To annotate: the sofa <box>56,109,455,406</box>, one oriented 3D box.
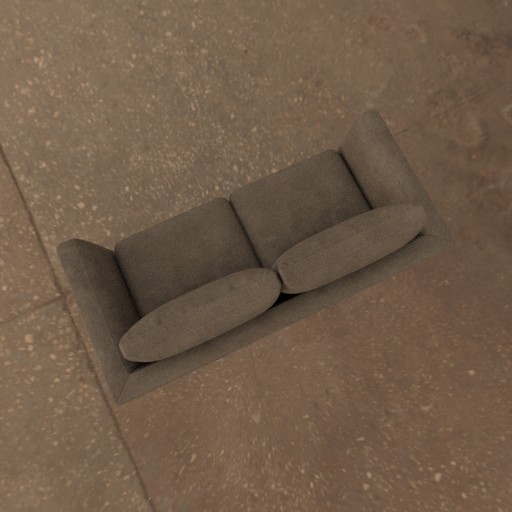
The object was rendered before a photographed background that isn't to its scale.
[{"bbox_3d":[0.000,0.000,2.434,1.832,1.013,0.855,-25,77,-6],"label":"sofa"}]
